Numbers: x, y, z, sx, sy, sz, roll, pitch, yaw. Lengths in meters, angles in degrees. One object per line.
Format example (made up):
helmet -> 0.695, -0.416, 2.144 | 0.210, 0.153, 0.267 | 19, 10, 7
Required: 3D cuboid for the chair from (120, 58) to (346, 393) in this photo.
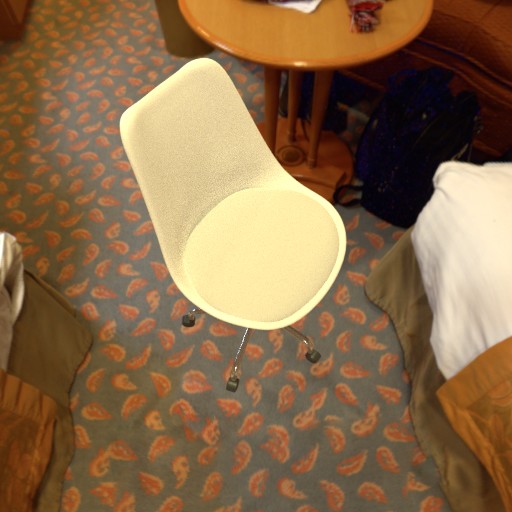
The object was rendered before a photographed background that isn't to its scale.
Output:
chair -> 0.000, 0.000, 1.285 | 0.550, 0.930, 0.550 | 32, 63, 18
